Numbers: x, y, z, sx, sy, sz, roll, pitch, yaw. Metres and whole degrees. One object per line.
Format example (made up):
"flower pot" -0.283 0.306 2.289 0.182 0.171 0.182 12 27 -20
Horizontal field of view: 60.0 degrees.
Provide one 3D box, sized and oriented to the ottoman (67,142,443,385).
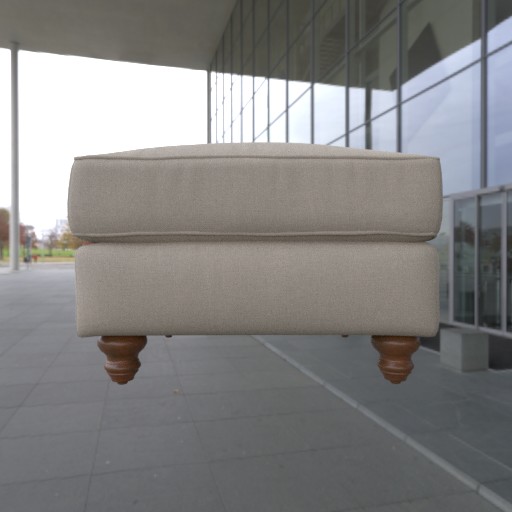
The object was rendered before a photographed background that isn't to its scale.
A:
"ottoman" 0.000 0.000 1.129 0.716 0.505 0.662 0 0 0
